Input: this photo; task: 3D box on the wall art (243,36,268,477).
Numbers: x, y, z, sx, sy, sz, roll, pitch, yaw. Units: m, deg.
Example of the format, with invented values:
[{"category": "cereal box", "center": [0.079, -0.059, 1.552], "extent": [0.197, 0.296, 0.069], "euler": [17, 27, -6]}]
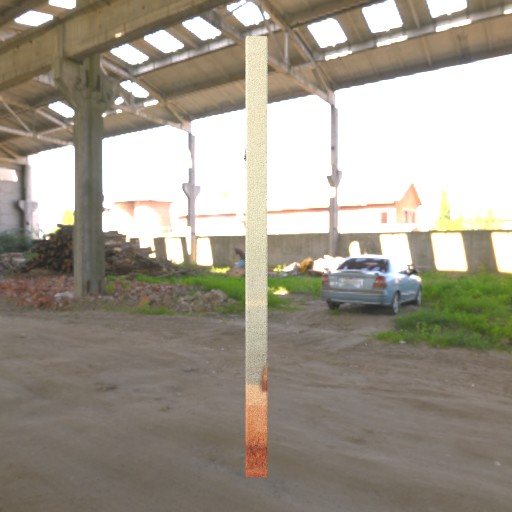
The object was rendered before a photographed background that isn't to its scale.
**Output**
[{"category": "wall art", "center": [0.000, 0.000, 0.609], "extent": [0.023, 0.405, 0.405], "euler": [0, 0, 0]}]
